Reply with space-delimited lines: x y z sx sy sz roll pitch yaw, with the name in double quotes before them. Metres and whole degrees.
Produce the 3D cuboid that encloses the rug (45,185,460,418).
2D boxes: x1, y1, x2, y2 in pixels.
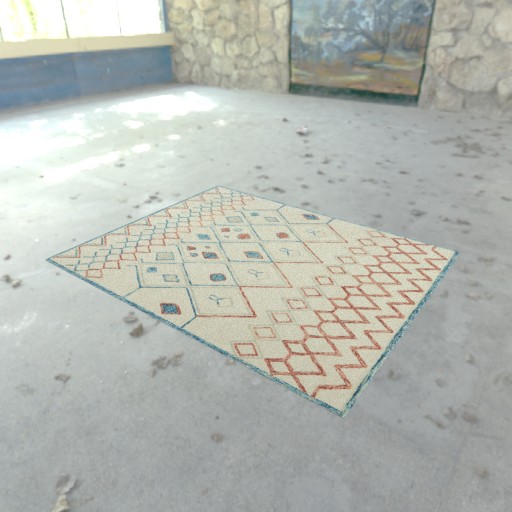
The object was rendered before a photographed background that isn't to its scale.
"rug" 0.000 0.000 4.161 3.050 0.016 2.441 20 35 31
